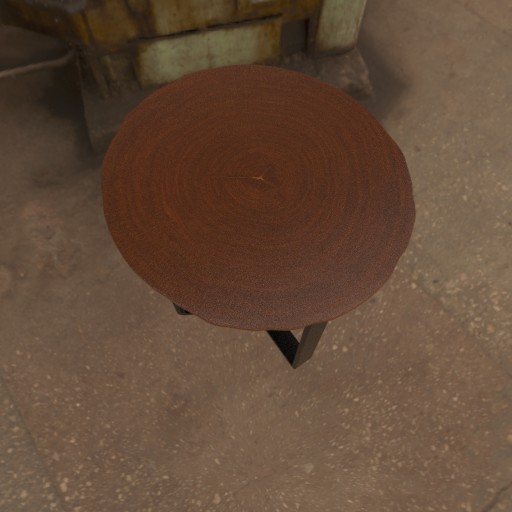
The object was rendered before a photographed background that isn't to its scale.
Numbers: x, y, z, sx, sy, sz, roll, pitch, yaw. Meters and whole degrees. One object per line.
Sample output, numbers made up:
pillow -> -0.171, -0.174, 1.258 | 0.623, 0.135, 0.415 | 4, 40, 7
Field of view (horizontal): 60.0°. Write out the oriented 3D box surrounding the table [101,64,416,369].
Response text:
table -> 0.000, 0.000, 0.759 | 0.380, 0.450, 0.410 | -31, 68, -15
